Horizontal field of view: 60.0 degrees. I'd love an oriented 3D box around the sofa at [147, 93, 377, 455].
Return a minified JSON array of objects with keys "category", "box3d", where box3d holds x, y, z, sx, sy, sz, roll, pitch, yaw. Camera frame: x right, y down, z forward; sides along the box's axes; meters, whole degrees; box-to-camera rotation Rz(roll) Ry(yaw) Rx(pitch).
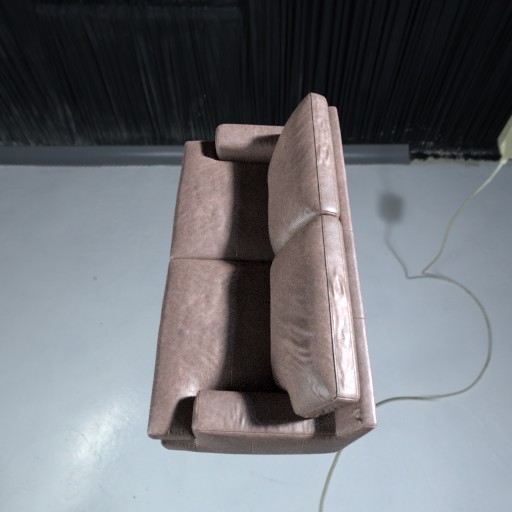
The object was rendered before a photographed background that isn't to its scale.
[{"category":"sofa","box3d":[0.000,0.000,2.829,1.143,0.941,2.261,0,58,0]}]
